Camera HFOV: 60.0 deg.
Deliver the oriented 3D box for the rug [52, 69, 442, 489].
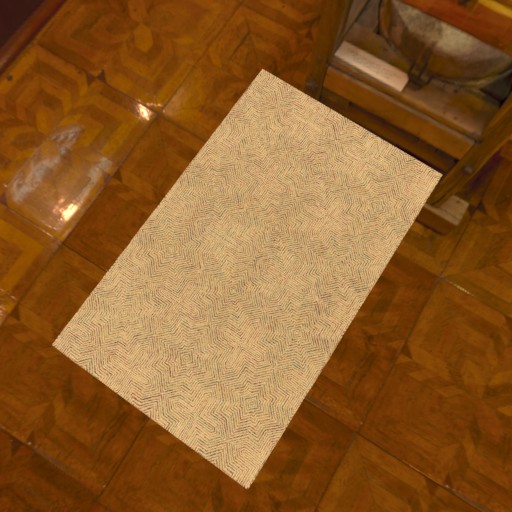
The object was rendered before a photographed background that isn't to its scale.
[{"bbox_3d":[0.000,0.000,2.967,1.519,0.007,2.428,33,79,7],"label":"rug"}]
